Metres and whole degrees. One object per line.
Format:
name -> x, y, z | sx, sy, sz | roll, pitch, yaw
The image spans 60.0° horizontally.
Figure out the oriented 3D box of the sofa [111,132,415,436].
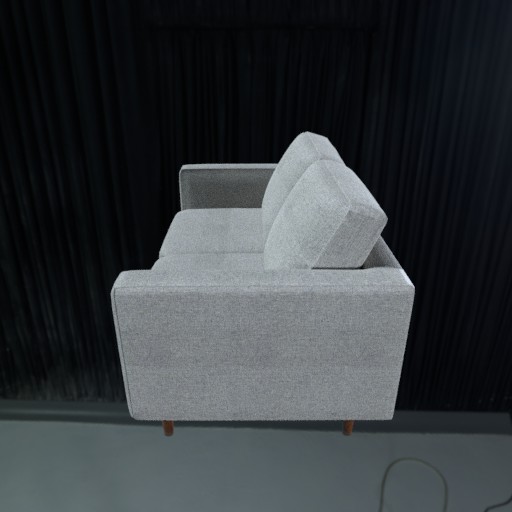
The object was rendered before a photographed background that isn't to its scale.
sofa -> 0.000, 0.000, 2.140 | 0.969, 0.973, 1.527 | 0, 26, 0
